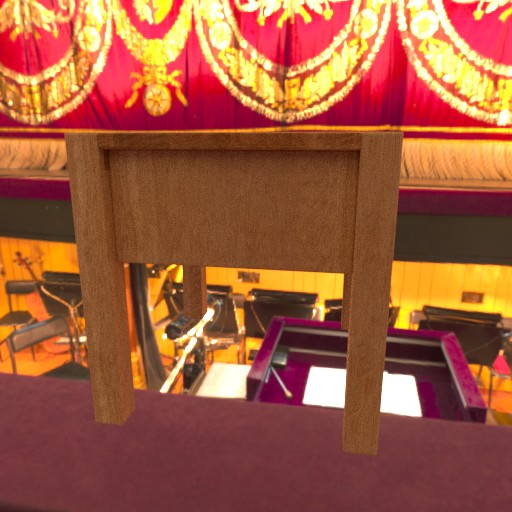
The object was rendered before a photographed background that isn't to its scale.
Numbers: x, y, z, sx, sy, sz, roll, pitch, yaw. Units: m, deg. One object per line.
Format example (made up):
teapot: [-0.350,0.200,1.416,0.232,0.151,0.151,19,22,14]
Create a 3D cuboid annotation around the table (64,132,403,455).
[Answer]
table: [0.000,0.000,0.845,0.440,0.450,0.480,3,15,10]
